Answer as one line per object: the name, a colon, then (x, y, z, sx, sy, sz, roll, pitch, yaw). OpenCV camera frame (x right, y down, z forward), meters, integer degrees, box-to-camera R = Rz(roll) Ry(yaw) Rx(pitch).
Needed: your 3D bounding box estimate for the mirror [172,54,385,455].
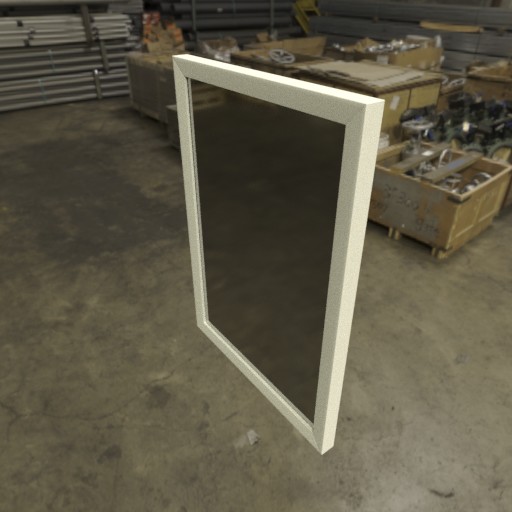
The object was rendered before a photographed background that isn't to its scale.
mirror: (0.000, 0.000, 0.917, 0.040, 0.710, 0.507, -22, 38, -31)
